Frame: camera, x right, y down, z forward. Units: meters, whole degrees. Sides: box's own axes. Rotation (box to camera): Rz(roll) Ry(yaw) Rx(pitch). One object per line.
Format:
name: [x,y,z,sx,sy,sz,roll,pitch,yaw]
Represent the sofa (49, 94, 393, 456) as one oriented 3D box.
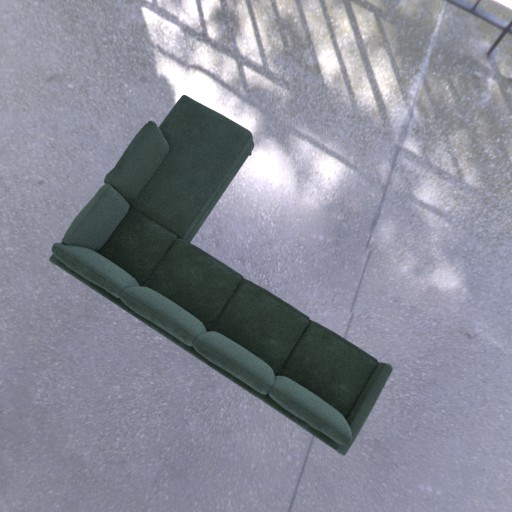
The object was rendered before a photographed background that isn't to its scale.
sofa: [0.000,0.000,3.326,2.486,0.687,1.707,32,79,7]
